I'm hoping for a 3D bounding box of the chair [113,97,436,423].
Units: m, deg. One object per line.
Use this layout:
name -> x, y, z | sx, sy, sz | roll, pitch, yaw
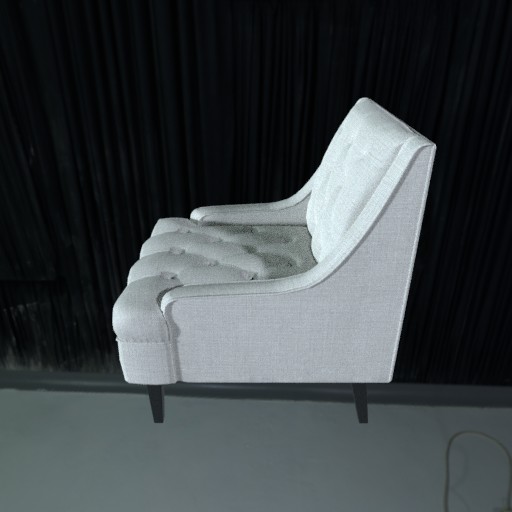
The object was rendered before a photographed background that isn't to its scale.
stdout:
chair -> 0.000, 0.000, 1.414 | 0.772, 0.891, 0.658 | 0, 28, 0
